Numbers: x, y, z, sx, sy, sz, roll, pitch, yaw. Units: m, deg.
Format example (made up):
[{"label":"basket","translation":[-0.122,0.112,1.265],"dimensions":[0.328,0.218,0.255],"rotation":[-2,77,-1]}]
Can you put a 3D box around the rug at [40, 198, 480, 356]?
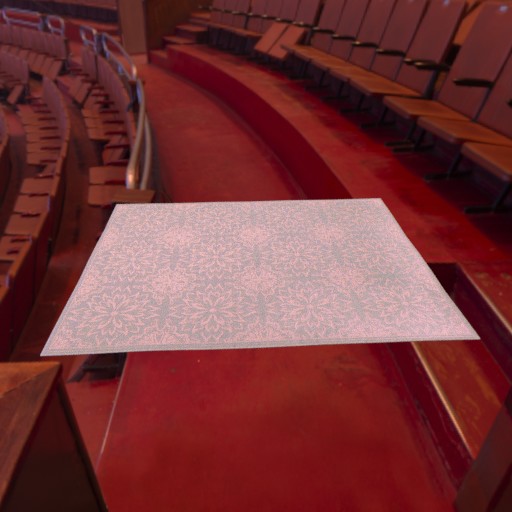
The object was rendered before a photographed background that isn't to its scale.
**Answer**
[{"label":"rug","translation":[0.000,0.000,3.995],"dimensions":[2.980,0.012,2.363],"rotation":[-2,32,-3]}]
